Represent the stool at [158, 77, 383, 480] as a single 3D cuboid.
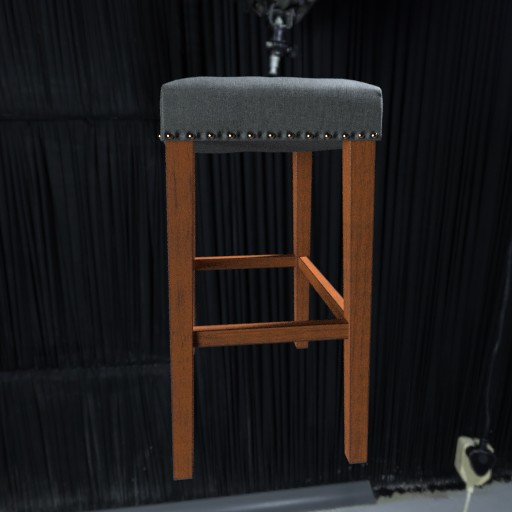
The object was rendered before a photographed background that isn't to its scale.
[{"bbox_3d":[0.000,0.000,0.852,0.320,0.612,0.439,-2,16,-7],"label":"stool"}]
